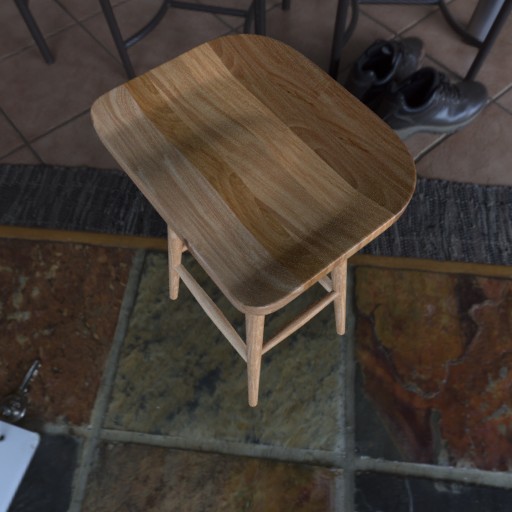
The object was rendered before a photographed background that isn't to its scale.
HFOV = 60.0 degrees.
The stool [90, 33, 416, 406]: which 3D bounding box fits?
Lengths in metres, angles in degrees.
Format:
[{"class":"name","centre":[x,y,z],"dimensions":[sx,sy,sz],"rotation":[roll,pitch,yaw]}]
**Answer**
[{"class":"stool","centre":[0.000,0.000,0.911],"dimensions":[0.322,0.698,0.407],"rotation":[-35,68,-16]}]
